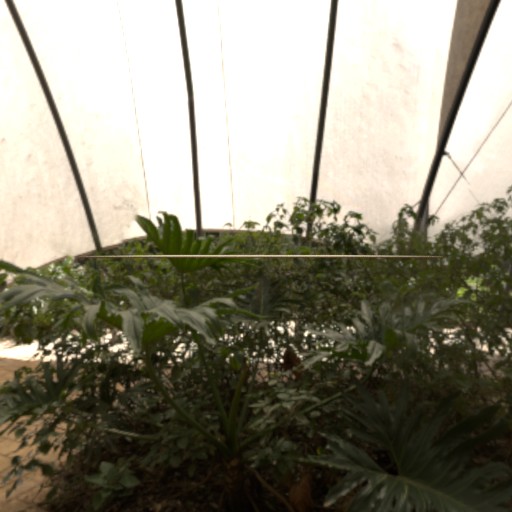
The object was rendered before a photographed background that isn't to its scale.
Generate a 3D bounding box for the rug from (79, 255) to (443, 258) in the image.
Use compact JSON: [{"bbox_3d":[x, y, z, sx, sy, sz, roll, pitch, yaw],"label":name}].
[{"bbox_3d":[0.000,0.000,2.982,1.523,0.006,2.289,0,0,-1],"label":"rug"}]
